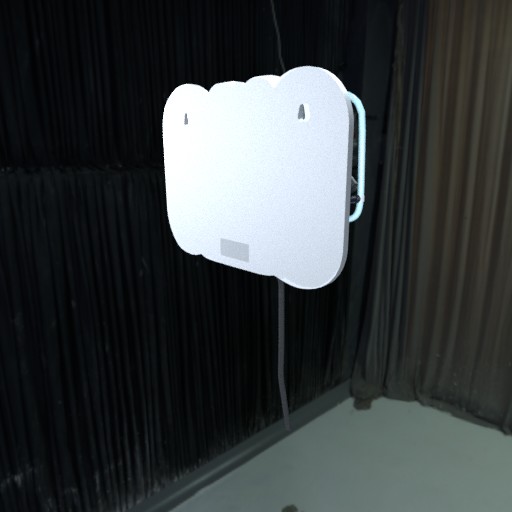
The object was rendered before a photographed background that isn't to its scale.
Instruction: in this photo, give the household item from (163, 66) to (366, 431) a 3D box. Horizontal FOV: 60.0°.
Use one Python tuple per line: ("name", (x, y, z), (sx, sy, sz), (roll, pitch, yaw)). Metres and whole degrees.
("household item", (0.000, 0.000, 0.393), (0.042, 0.294, 0.211), (-14, 20, -43))
